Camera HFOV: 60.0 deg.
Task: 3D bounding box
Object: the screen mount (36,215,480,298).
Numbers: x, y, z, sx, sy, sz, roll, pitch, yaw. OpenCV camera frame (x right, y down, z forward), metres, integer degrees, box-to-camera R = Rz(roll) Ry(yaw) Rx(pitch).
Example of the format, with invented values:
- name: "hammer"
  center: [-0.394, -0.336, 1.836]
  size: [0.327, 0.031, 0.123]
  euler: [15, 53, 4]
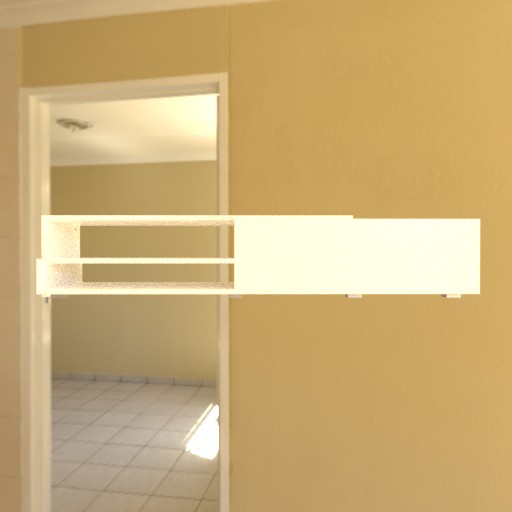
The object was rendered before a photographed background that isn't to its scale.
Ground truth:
- name: "screen mount"
  center: [0.000, 0.000, 1.869]
  size: [1.680, 0.320, 0.420]
  euler: [0, 0, 0]
